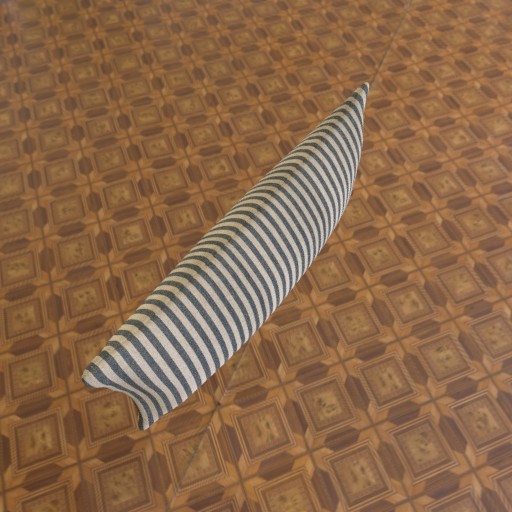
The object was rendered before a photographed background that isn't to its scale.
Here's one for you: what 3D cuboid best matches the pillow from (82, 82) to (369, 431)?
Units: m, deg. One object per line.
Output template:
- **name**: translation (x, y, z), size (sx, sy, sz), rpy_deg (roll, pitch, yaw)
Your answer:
- **pillow**: translation (0.000, 0.000, 0.724), size (0.151, 0.295, 0.617), rpy_deg (33, 64, 19)
